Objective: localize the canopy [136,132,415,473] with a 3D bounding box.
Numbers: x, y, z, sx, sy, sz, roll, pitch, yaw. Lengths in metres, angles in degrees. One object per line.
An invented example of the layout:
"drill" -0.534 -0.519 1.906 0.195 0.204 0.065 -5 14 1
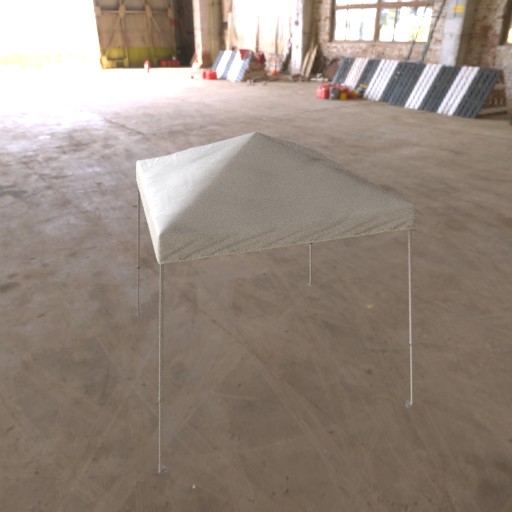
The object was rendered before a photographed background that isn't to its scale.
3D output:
"canopy" 0.000 0.000 5.183 2.849 2.849 2.848 -8 28 -16
